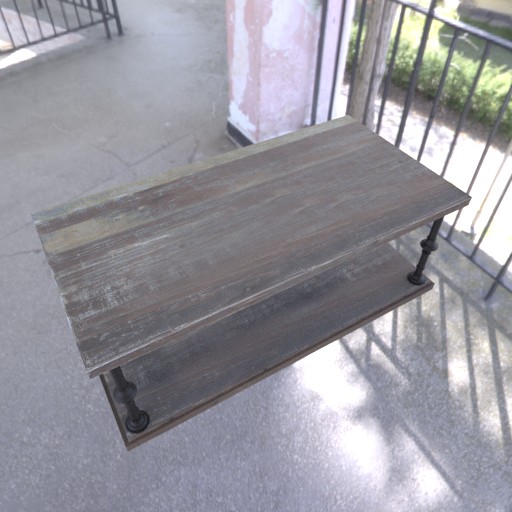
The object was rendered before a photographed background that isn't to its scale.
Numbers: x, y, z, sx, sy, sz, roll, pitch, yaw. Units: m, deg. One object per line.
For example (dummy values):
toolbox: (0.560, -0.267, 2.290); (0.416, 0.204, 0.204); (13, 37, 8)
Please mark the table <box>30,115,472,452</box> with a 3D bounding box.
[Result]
table: (0.000, 0.000, 1.364); (1.088, 0.399, 0.554); (-23, 49, -21)
